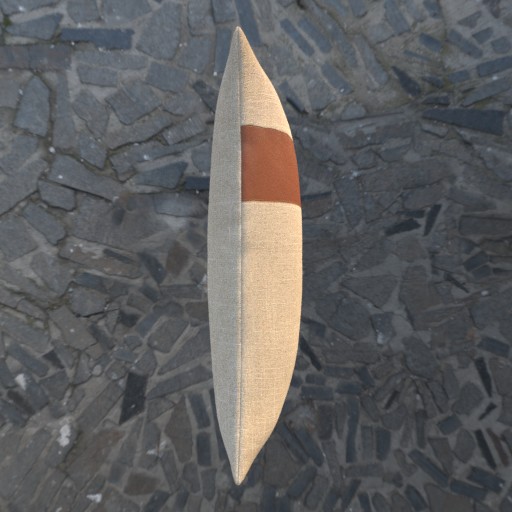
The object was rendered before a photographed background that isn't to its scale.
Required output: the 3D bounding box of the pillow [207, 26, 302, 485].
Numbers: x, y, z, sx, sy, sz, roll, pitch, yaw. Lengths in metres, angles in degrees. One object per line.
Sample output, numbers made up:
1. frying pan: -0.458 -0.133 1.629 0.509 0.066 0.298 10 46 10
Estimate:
1. pillow: 0.000 0.000 0.731 0.155 0.282 0.612 0 90 0
